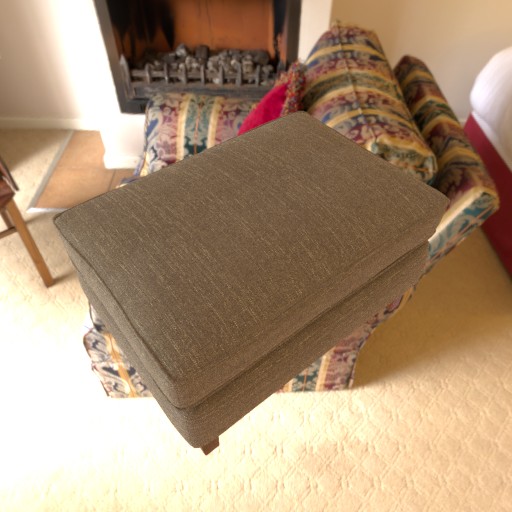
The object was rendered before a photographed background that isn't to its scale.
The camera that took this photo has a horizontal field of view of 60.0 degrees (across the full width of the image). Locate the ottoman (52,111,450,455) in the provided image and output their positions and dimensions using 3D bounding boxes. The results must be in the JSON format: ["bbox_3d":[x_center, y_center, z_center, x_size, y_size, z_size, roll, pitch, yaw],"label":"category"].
[{"bbox_3d":[0.000,0.000,0.995,0.686,0.406,0.508,-30,54,-25],"label":"ottoman"}]
